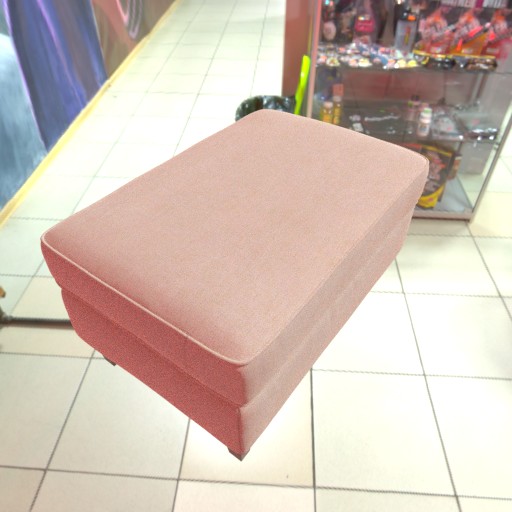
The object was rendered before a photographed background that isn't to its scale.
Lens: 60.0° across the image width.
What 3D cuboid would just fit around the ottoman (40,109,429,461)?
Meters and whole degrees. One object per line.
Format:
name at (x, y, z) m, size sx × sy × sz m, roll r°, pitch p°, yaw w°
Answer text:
ottoman at (0.000, 0.000, 1.206) m, size 0.583 × 0.484 × 0.862 m, roll 26°, pitch 48°, yaw 26°
